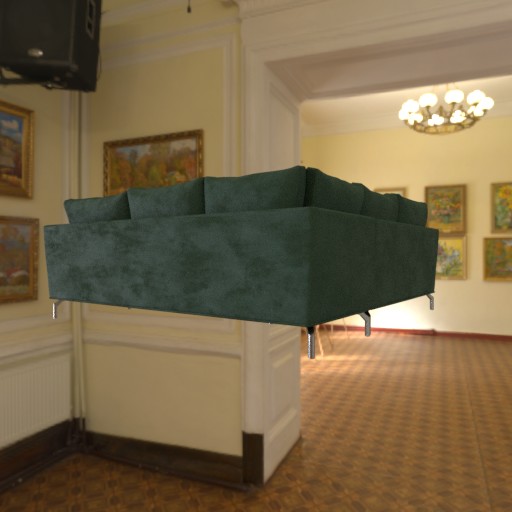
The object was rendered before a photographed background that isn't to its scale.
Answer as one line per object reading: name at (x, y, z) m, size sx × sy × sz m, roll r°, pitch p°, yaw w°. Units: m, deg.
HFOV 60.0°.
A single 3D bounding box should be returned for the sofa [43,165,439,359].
sofa at (0.000, 0.000, 3.834) m, size 2.452 × 1.004 × 2.468 m, roll 0°, pitch 0°, yaw 36°
